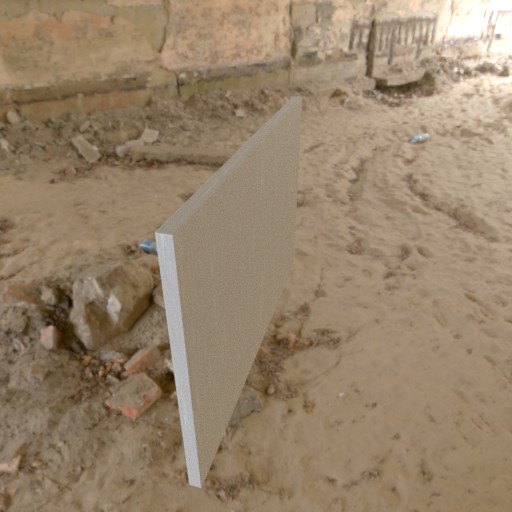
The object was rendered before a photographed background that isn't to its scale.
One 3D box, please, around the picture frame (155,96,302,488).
[{"bbox_3d":[0.000,0.000,1.203,0.029,0.640,0.950,9,33,14],"label":"picture frame"}]
